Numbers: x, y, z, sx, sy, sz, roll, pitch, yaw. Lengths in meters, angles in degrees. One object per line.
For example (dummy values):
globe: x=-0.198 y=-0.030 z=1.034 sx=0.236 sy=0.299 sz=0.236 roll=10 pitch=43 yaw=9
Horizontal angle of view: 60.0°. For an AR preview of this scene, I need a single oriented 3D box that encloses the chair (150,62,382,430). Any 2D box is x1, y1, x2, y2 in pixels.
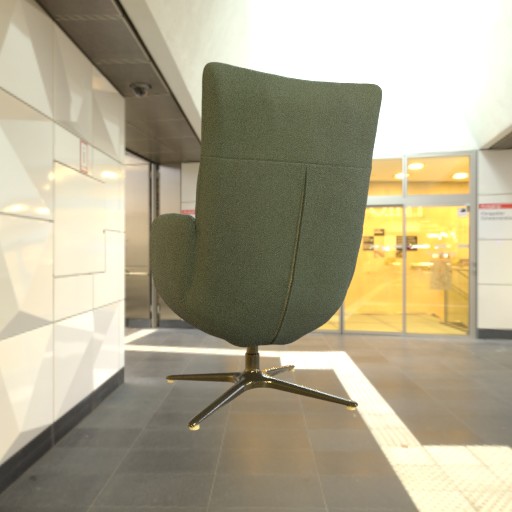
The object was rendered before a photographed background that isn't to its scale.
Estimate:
chair: x=0.000 y=0.000 z=1.591 sx=0.711 sy=1.016 sz=0.889 roll=0 pitch=0 yaw=-18
